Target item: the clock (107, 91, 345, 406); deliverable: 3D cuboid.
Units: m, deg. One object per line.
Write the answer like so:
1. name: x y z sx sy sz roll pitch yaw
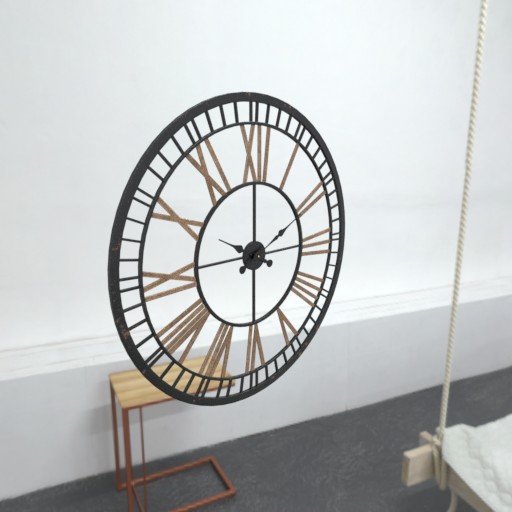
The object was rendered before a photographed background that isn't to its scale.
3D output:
1. clock: 0.000 0.000 1.208 0.843 0.843 0.025 -13 19 -43
